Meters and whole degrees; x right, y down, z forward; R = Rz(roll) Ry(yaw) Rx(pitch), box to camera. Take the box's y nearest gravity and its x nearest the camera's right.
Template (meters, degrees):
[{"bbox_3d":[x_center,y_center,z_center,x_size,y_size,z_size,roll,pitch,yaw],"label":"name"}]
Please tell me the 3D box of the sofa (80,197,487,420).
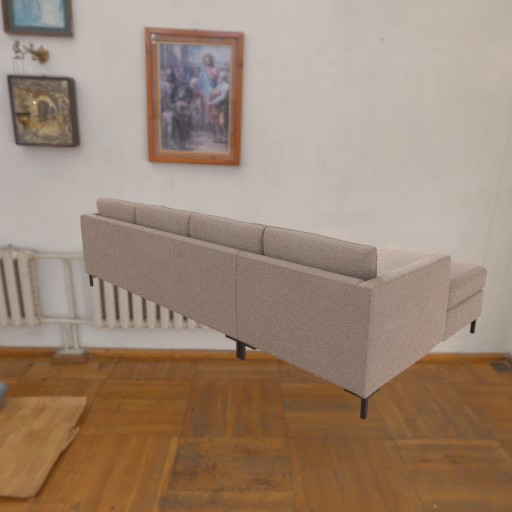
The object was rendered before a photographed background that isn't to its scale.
[{"bbox_3d":[0.000,0.000,3.427,2.923,0.816,1.469,14,20,43],"label":"sofa"}]
